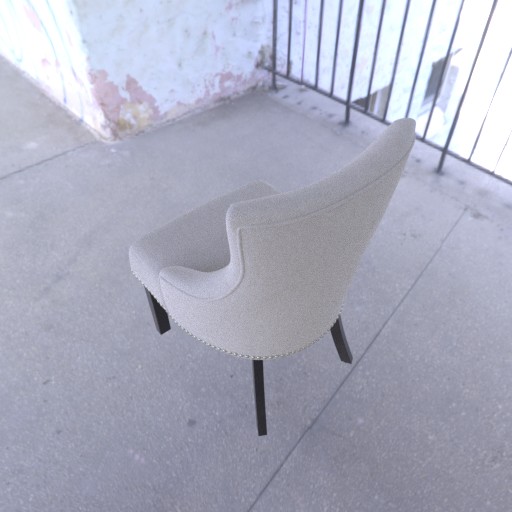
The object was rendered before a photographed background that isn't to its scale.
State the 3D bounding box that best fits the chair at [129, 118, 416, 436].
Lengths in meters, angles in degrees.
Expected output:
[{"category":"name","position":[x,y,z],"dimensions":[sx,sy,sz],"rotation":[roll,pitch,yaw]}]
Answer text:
[{"category":"chair","position":[0.000,0.000,1.298],"dimensions":[0.566,0.909,0.629],"rotation":[-31,53,-26]}]
